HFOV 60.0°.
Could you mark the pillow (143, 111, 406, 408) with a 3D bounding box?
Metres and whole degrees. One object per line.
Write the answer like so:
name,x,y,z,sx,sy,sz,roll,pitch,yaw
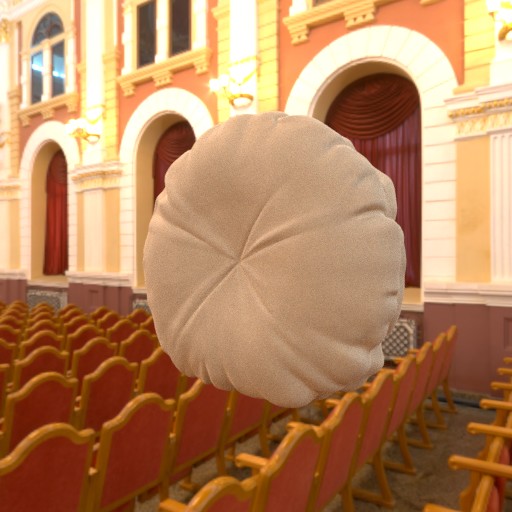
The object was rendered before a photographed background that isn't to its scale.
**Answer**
pillow,0.000,0.000,0.646,0.428,0.407,0.148,0,-1,35
